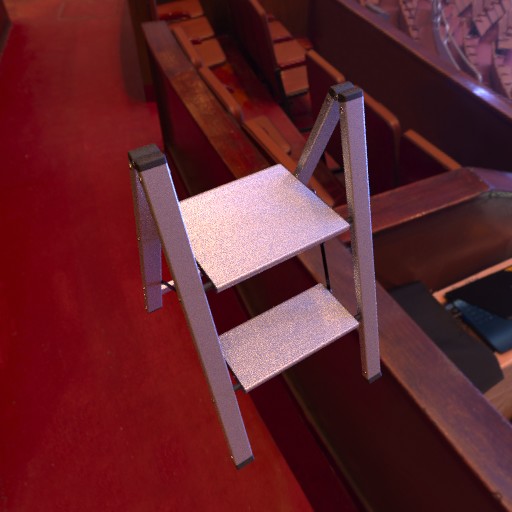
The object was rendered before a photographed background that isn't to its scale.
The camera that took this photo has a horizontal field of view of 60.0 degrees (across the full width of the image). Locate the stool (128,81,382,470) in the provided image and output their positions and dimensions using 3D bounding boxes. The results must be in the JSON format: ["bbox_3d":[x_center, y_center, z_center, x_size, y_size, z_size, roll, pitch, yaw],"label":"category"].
[{"bbox_3d":[0.000,0.000,0.978,0.440,0.670,0.535,-25,52,-22],"label":"stool"}]
